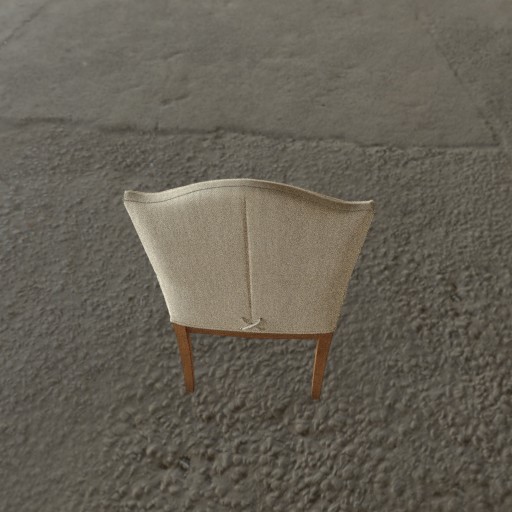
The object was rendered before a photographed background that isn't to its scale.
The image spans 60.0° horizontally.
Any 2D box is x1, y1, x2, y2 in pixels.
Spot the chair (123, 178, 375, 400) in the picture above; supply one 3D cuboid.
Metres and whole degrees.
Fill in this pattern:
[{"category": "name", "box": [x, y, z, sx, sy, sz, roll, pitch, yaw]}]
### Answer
[{"category": "chair", "box": [0.000, 0.000, 1.382, 0.533, 1.016, 0.641, 3, 46, 2]}]
